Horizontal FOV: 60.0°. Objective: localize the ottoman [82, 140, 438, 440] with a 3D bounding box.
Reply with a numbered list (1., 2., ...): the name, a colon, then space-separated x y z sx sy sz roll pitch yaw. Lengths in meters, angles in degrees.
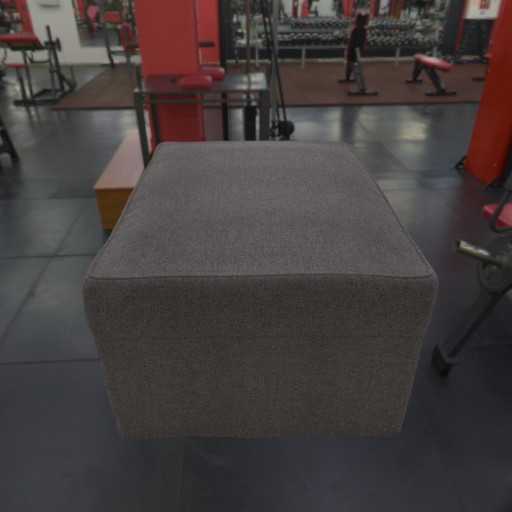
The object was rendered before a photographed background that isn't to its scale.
1. ottoman: 0.000 0.000 1.219 0.652 0.492 0.833 0 31 -1
